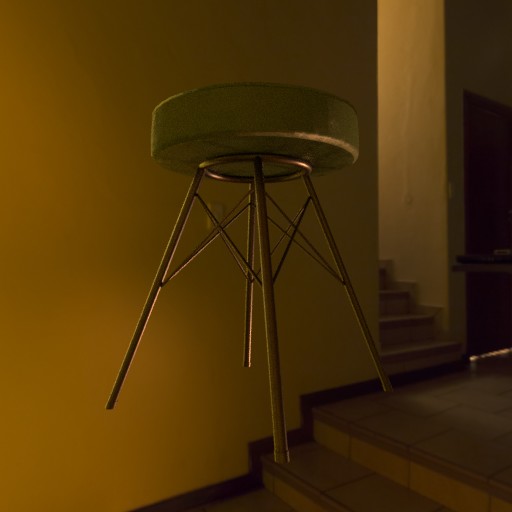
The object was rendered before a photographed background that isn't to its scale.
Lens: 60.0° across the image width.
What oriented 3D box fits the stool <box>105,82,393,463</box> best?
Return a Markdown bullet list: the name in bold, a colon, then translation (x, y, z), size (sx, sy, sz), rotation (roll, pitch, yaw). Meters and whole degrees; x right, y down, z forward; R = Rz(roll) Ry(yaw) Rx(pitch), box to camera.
- **stool**: translation (0.000, 0.000, 0.934), size (0.430, 0.595, 0.457), rotation (-1, -2, 36)
